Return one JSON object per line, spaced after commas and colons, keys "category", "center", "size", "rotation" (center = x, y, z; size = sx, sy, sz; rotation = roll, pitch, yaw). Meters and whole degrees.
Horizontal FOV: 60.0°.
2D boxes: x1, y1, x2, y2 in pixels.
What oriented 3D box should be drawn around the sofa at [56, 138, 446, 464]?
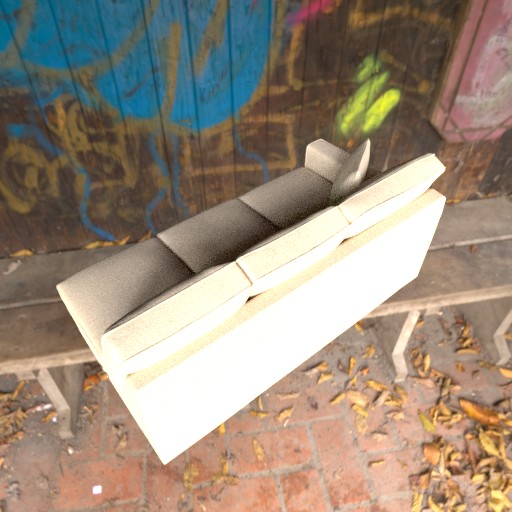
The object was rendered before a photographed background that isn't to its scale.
{"category": "sofa", "center": [0.000, 0.000, 2.505], "size": [1.962, 0.946, 1.034], "rotation": [-30, 52, -26]}
